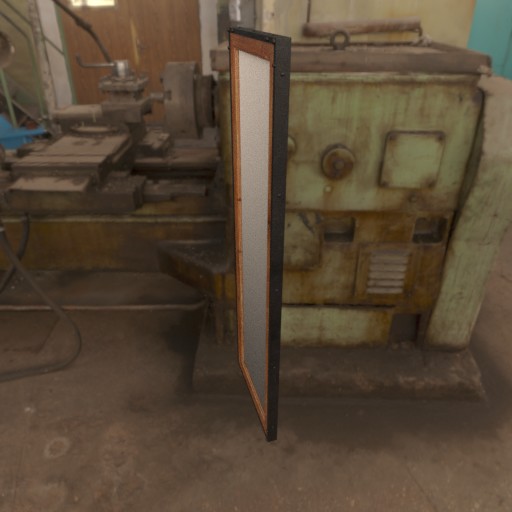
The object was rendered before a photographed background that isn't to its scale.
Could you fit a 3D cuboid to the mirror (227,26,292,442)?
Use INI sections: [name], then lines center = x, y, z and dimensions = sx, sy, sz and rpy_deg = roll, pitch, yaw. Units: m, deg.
[mirror]
center = 0.000, 0.000, 1.187
dimensions = 0.042, 1.080, 0.354
rpy_deg = -9, 31, -14
